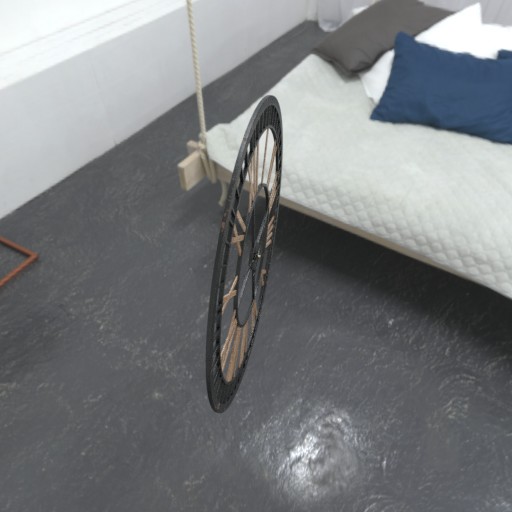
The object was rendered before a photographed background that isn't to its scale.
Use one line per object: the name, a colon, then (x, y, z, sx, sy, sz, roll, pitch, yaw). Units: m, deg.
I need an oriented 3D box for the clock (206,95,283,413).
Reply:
clock: (0.000, 0.000, 1.231, 0.025, 0.843, 0.843, 9, 49, 8)
